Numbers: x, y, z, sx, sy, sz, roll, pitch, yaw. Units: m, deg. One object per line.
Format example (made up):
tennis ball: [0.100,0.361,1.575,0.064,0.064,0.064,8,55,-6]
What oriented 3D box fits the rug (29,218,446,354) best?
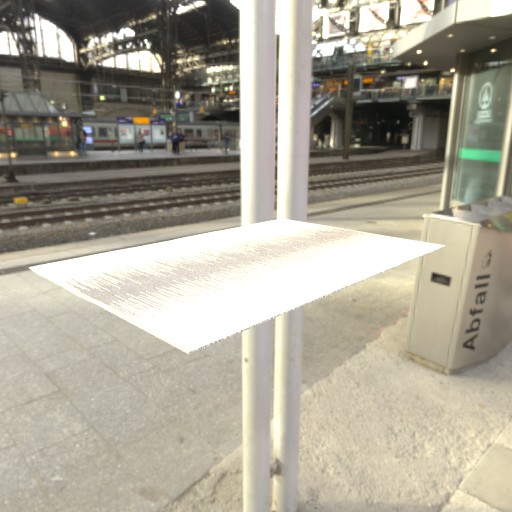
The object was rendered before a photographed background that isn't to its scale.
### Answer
rug: [0.000,0.000,2.287,1.226,0.007,1.815,14,21,43]
